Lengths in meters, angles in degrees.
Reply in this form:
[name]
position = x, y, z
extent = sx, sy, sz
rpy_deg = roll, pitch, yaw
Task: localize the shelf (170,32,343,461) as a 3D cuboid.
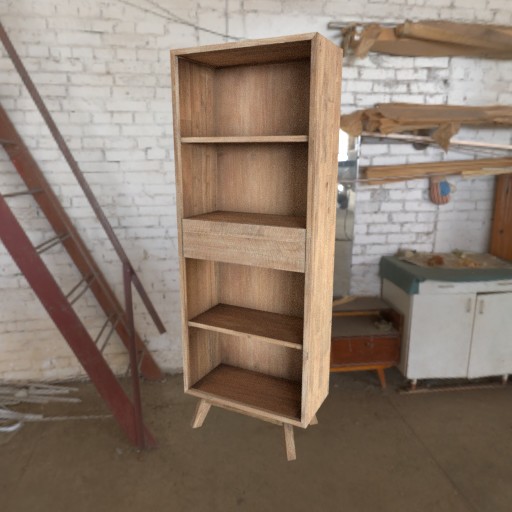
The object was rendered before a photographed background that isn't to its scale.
[shelf]
position = 0.000, 0.000, 1.557
extent = 0.491, 1.342, 0.267
rpy_deg = 7, 15, 26
